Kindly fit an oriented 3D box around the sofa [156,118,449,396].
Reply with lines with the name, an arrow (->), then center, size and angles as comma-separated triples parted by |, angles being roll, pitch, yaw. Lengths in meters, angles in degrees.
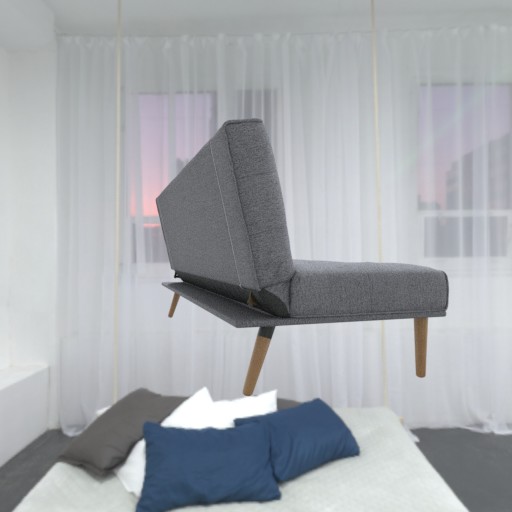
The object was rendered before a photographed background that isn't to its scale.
sofa -> 0.000, 0.000, 2.239 | 0.810, 0.830, 1.820 | 0, 0, -19
